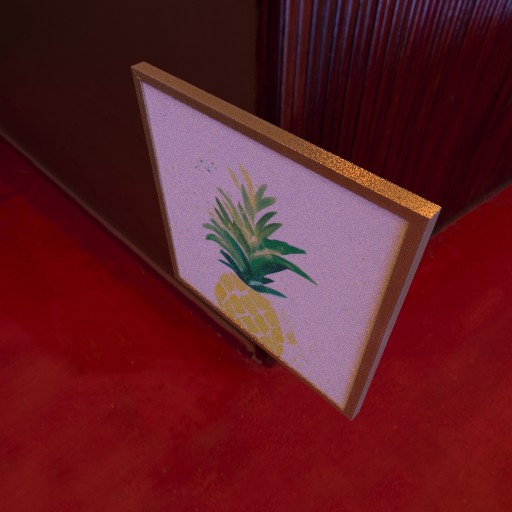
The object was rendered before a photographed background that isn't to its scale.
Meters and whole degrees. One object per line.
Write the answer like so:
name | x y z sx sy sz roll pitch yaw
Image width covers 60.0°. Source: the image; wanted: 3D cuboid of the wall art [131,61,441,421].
wall art | 0.000 0.000 1.140 0.762 0.760 0.037 35 56 28
